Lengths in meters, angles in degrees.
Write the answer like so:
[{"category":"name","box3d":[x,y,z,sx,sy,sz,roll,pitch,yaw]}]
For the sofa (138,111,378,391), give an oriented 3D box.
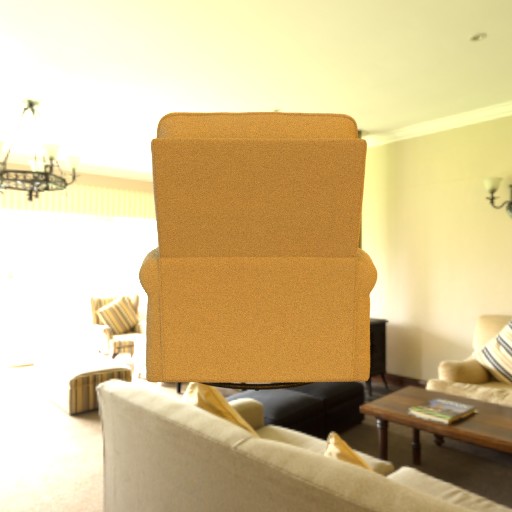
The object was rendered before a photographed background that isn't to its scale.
[{"category":"sofa","box3d":[0.000,0.000,2.100,0.880,0.959,1.478,0,-1,-1]}]
